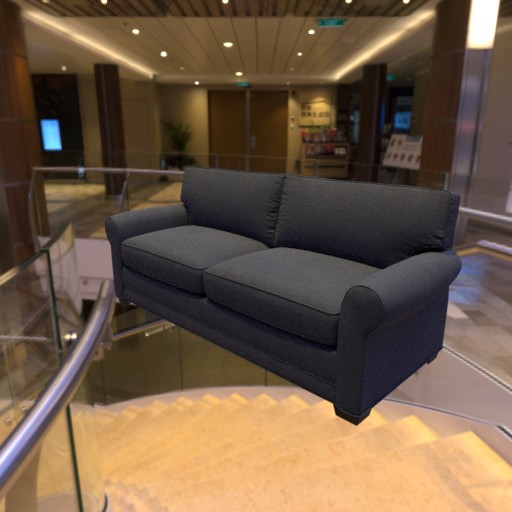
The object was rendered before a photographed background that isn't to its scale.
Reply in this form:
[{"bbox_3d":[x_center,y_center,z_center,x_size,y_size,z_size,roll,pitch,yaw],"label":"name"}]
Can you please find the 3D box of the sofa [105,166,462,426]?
[{"bbox_3d":[0.000,0.000,2.913,2.391,1.026,0.954,15,22,42],"label":"sofa"}]
